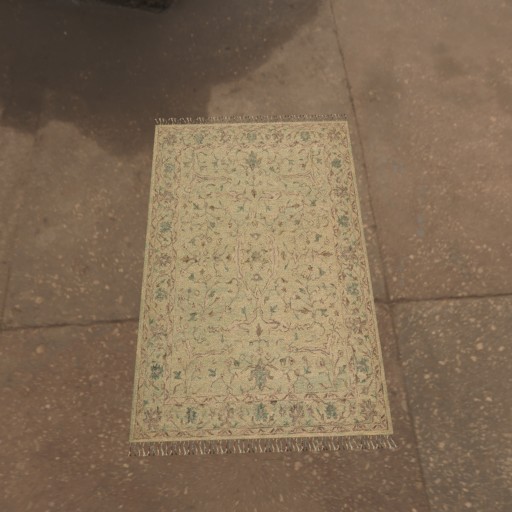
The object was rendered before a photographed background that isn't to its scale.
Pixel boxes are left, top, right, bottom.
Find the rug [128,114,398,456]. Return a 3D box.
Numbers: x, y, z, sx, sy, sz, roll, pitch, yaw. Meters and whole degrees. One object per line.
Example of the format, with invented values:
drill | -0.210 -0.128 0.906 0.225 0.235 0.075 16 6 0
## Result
rug | 0.000 0.000 3.001 1.544 0.010 2.435 -1 65 -1
